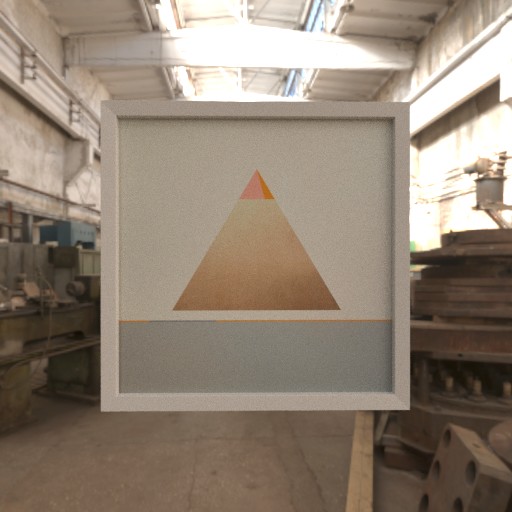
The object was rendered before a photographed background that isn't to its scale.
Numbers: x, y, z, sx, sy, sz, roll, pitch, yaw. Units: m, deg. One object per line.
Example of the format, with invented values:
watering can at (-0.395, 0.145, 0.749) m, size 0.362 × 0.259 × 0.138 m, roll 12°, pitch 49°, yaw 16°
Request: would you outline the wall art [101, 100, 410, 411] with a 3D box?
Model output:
wall art at (0.000, 0.000, 1.897) m, size 1.289 × 1.291 × 0.098 m, roll 0°, pitch 0°, yaw -1°
